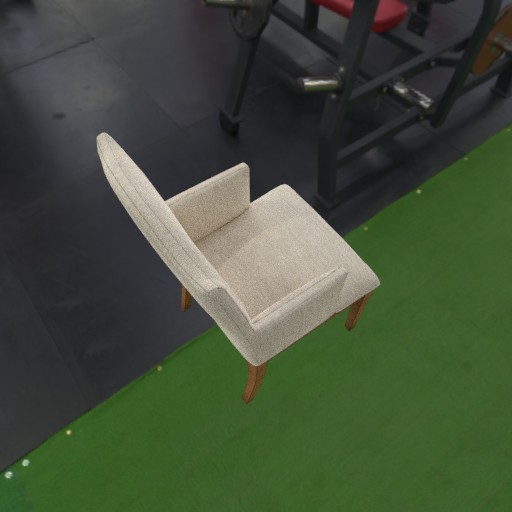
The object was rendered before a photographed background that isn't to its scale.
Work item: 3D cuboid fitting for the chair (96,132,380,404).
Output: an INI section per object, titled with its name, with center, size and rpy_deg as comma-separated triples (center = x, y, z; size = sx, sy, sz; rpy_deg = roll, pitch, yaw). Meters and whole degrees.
[chair]
center = 0.000, 0.000, 1.369
size = 0.641, 1.016, 0.533
rpy_deg = -30, 62, -18
